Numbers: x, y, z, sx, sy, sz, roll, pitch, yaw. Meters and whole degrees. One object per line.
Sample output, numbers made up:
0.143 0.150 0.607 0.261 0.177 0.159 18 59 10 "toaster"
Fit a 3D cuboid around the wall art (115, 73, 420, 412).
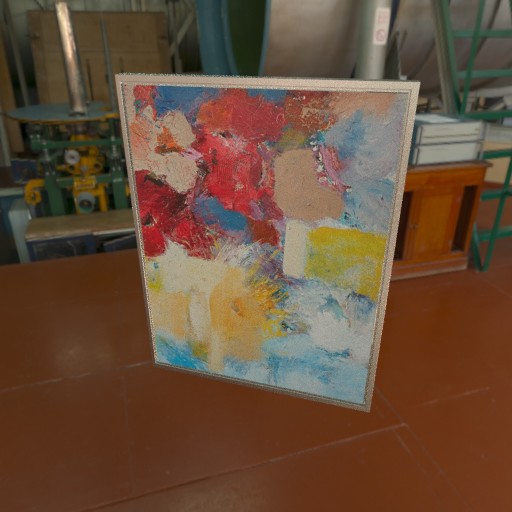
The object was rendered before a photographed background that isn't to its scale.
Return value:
0.000 0.000 0.758 0.444 0.569 0.025 8 27 15 "wall art"
